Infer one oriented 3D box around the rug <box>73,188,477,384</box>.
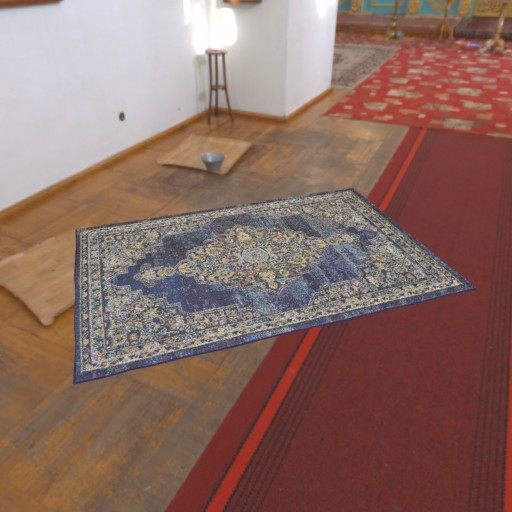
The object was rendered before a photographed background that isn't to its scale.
[{"bbox_3d":[0.000,0.000,2.291,1.781,0.012,1.184,-10,35,-15],"label":"rug"}]
